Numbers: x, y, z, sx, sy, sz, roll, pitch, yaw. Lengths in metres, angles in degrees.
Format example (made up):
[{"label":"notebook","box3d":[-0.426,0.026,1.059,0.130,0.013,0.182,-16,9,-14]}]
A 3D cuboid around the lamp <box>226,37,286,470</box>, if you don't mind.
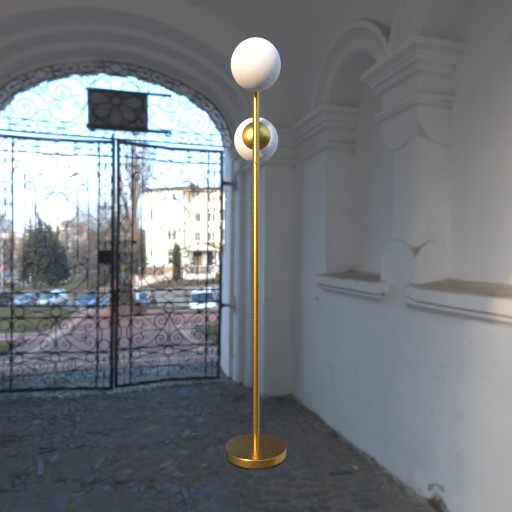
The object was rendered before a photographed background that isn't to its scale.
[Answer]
[{"label":"lamp","box3d":[0.000,0.000,1.808,0.249,1.641,0.419,0,1,0]}]
